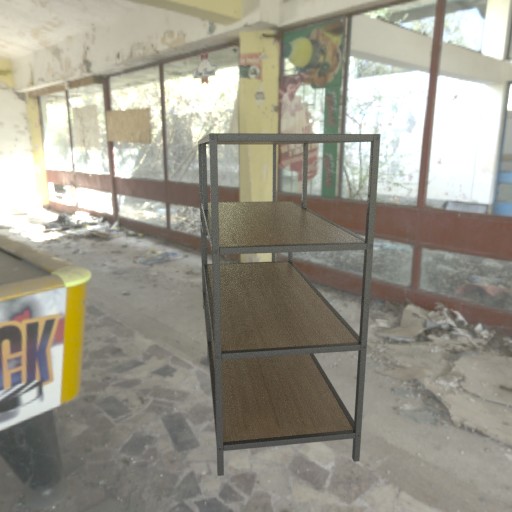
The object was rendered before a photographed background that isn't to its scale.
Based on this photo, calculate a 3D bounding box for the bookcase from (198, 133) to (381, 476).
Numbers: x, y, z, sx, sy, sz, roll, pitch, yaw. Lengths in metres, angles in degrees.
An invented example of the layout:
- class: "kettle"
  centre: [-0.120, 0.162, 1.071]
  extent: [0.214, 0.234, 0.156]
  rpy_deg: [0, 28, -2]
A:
- class: "bookcase"
  centre: [0.000, 0.000, 1.524]
  extent: [0.350, 0.780, 1.140]
  rpy_deg: [-2, 14, -8]
